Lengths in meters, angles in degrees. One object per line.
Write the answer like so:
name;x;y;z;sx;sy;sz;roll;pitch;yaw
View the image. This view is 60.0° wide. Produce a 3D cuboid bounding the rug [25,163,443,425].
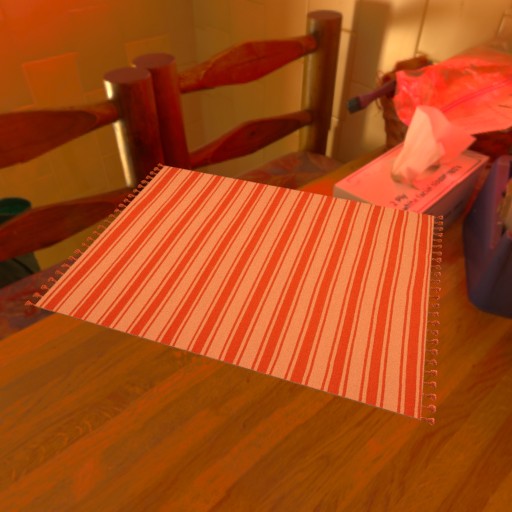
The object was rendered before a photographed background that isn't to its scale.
rug;0.000;0.000;4.237;3.369;0.035;2.451;13;44;14
